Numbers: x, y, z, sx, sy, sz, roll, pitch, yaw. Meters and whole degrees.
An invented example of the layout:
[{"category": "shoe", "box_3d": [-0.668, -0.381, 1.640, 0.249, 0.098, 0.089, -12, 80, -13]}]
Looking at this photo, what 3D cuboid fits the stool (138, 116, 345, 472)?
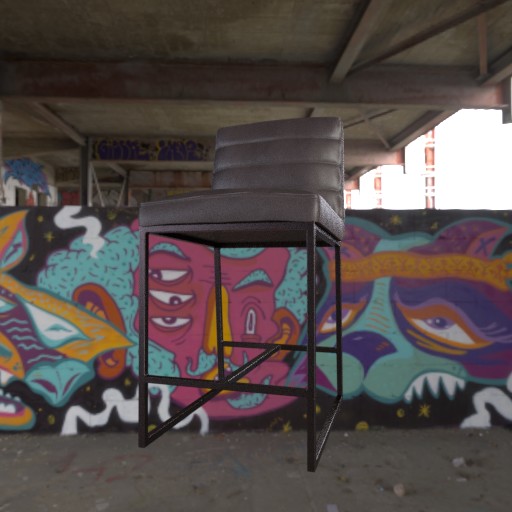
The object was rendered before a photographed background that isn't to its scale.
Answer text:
[{"category": "stool", "box_3d": [0.000, 0.000, 1.287, 0.463, 0.946, 0.562, 0, -1, 17]}]
